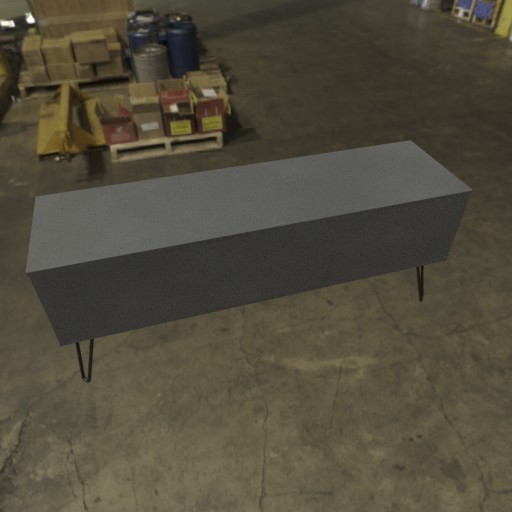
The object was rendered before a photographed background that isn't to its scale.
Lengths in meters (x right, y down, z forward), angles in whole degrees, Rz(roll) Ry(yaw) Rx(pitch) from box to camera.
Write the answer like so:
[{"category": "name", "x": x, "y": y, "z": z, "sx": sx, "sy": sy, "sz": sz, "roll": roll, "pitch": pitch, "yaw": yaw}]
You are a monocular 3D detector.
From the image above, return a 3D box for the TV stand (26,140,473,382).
[{"category": "TV stand", "x": 0.000, "y": 0.000, "z": 1.659, "sx": 1.400, "sy": 0.560, "sz": 0.400, "roll": -11, "pitch": 42, "yaw": -13}]
